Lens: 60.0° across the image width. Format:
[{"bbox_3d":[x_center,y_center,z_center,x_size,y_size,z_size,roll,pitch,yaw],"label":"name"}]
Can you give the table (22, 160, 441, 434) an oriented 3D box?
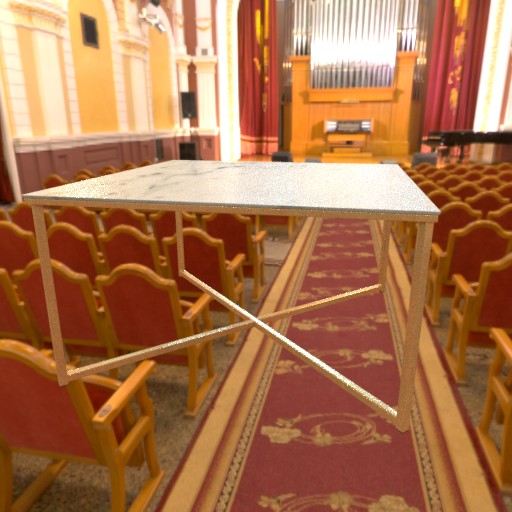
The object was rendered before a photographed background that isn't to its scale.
[{"bbox_3d":[0.000,0.000,1.256,0.800,0.450,0.800,4,18,11],"label":"table"}]
